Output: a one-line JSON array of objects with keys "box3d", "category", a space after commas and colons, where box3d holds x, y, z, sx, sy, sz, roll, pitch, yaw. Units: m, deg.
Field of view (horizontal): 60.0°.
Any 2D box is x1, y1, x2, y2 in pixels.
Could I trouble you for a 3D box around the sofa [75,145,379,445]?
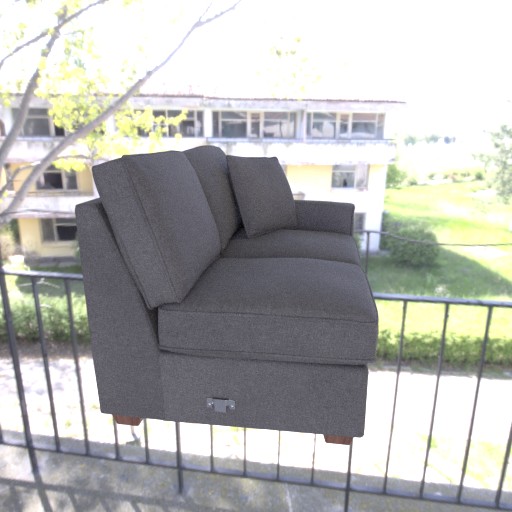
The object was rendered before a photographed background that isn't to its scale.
[{"box3d": [0.000, 0.000, 2.070, 0.991, 0.989, 1.388, 2, 16, 8], "category": "sofa"}]
